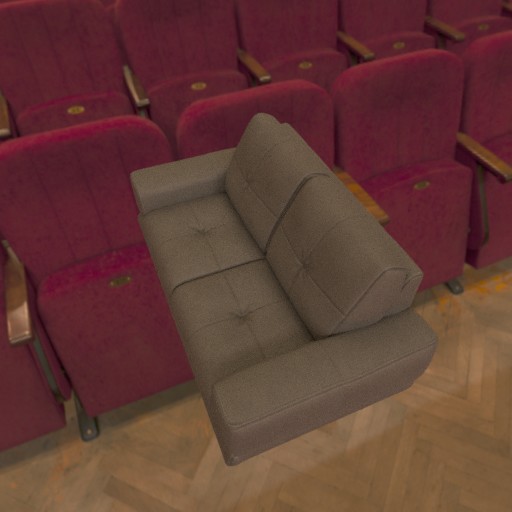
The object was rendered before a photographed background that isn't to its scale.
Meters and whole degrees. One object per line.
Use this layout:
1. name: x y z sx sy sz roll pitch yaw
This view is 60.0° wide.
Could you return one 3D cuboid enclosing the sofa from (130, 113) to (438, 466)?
1. sofa: 0.000 0.000 2.405 1.018 0.907 1.806 -17 49 -16
